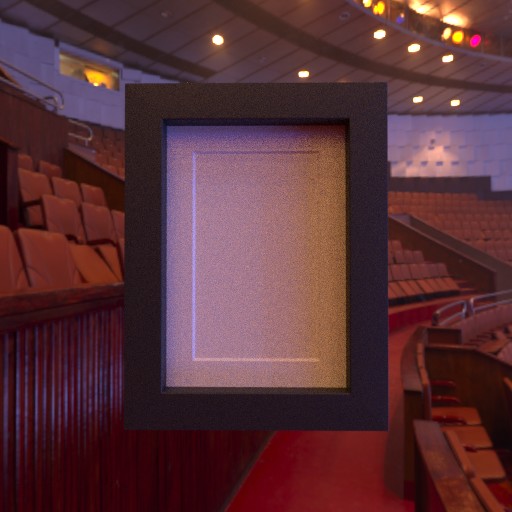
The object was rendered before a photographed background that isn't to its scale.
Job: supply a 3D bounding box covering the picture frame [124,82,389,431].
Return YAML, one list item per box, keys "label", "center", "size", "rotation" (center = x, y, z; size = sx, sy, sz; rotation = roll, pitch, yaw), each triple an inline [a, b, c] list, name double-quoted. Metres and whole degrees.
- label: "picture frame"
  center: [0.000, 0.000, 0.278]
  size: [0.157, 0.208, 0.028]
  rotation: [0, -1, 1]
